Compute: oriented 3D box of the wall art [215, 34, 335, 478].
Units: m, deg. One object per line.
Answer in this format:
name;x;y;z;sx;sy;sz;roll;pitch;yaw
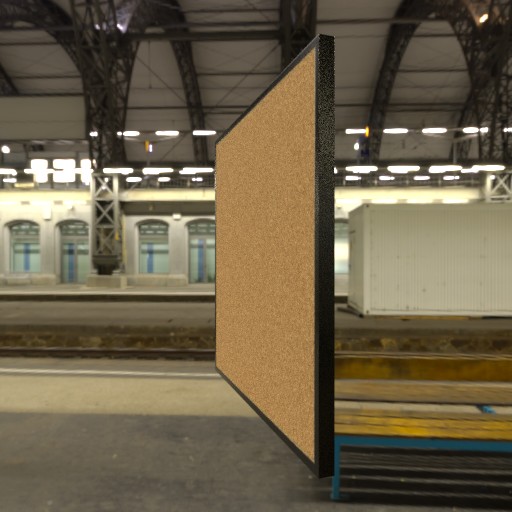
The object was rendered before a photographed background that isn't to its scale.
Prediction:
wall art;0.000;0.000;0.515;0.014;0.349;0.349;0;0;-19
